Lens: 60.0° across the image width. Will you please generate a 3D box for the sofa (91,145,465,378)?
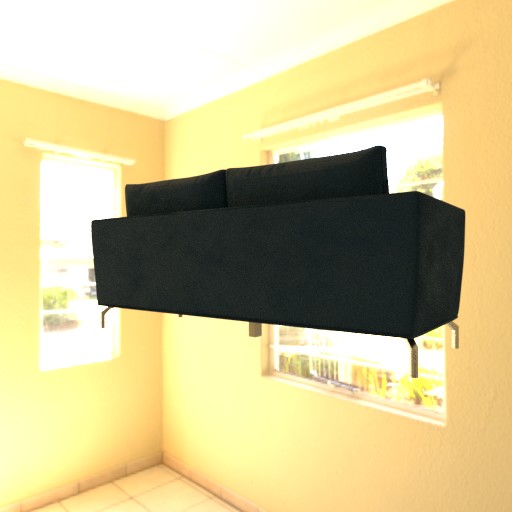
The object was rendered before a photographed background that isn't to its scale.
[{"bbox_3d":[0.000,0.000,2.715,2.212,0.998,0.853,0,0,36],"label":"sofa"}]
